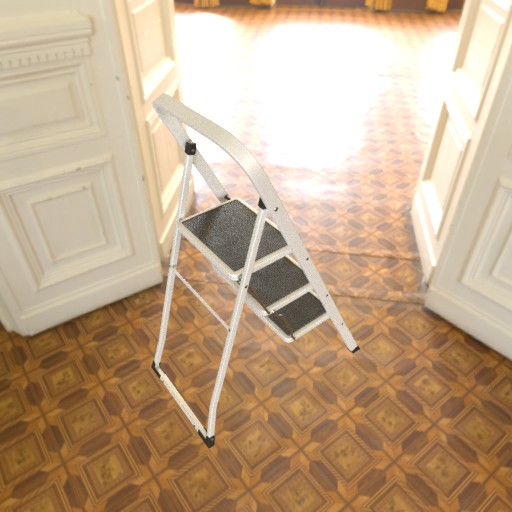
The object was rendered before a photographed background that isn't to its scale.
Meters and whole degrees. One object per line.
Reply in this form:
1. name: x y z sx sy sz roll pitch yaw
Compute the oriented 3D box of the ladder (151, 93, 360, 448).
1. ladder: 0.000 0.000 1.420 0.711 1.050 0.460 -27 47 -28
